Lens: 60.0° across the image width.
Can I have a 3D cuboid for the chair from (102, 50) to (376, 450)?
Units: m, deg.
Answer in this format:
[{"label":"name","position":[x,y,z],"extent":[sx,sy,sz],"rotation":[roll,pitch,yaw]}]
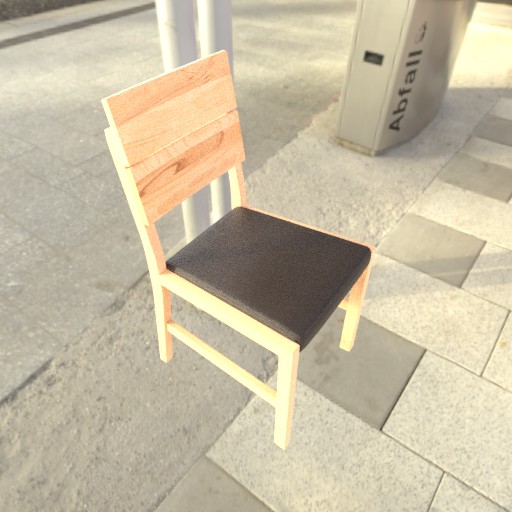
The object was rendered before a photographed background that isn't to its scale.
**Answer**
[{"label":"chair","position":[0.000,0.000,1.293],"extent":[0.560,0.950,0.475],"rotation":[25,47,26]}]
